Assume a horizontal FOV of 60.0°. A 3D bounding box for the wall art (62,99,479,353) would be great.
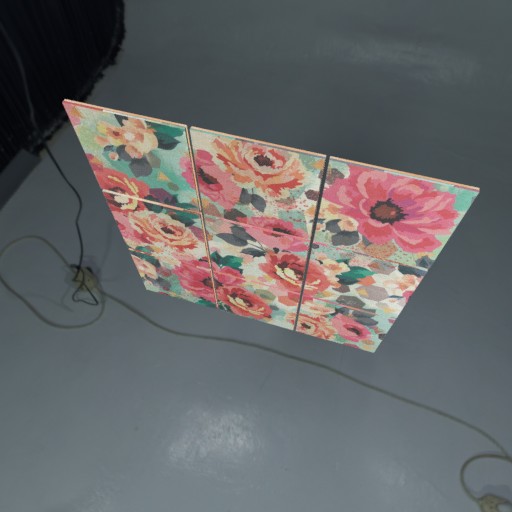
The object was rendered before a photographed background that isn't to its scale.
[{"bbox_3d":[0.000,0.000,1.321,0.911,0.910,0.012,14,59,9],"label":"wall art"}]
